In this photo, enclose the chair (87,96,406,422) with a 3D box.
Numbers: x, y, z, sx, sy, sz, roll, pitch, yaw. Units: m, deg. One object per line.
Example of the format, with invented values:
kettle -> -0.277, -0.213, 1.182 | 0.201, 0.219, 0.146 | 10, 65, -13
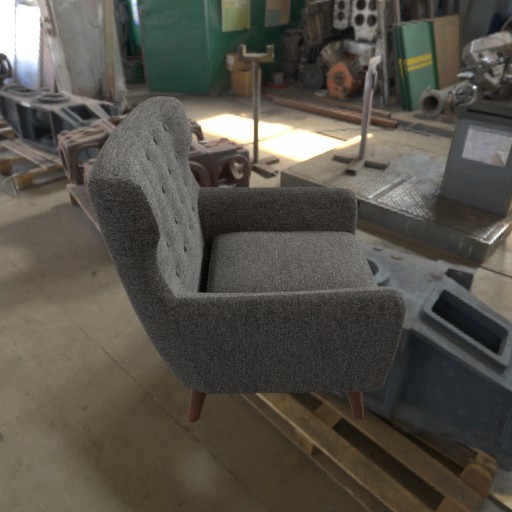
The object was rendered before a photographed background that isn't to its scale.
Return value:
chair -> 0.000, 0.000, 1.725 | 0.940, 1.039, 0.889 | -1, 33, -1
